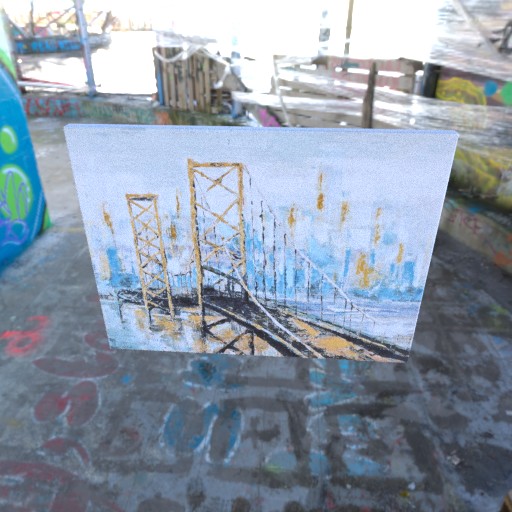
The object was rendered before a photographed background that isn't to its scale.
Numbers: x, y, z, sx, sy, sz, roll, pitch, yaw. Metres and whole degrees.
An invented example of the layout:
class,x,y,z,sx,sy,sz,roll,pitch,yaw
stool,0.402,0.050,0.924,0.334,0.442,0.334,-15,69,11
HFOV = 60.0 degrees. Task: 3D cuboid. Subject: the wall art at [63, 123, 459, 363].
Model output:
class,x,y,z,sx,sy,sz,roll,pitch,yaw
wall art,0.000,0.000,1.336,1.016,0.762,0.038,2,30,4
